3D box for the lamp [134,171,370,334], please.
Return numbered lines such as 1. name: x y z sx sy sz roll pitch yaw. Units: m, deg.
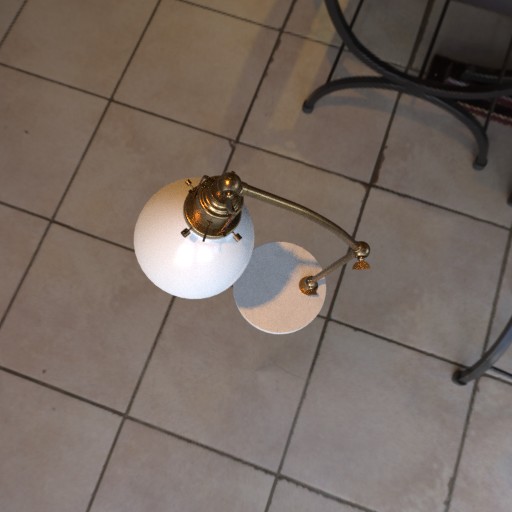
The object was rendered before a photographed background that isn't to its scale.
1. lamp: 0.000 0.000 0.655 0.317 0.522 0.186 1 75 0
